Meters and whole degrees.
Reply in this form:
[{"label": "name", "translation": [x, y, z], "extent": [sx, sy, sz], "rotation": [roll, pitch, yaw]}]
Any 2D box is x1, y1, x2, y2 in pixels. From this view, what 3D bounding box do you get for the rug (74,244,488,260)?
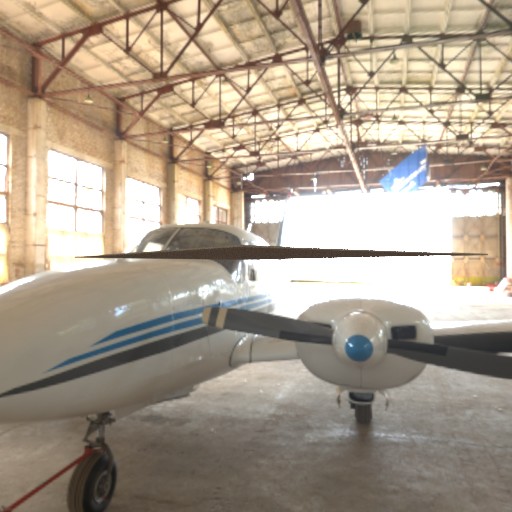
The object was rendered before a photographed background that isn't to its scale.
[{"label": "rug", "translation": [0.000, 0.000, 3.476], "extent": [2.073, 0.011, 2.584], "rotation": [1, -2, -36]}]
